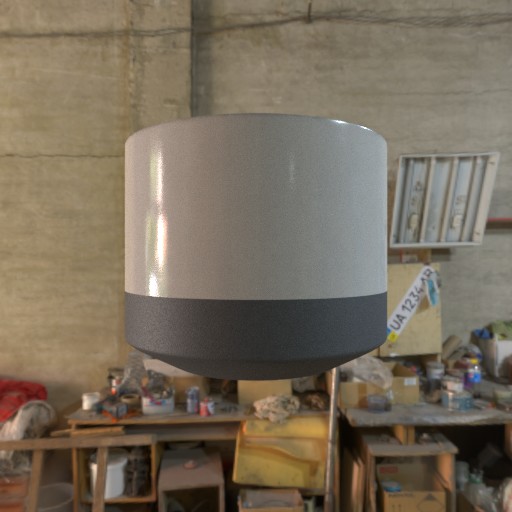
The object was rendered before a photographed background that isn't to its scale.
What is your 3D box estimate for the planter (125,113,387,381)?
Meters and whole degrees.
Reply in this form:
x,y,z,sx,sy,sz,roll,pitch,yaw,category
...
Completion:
x,y,z,sx,sy,sz,roll,pitch,yaw,category
0.000,0.000,0.226,0.128,0.105,0.128,0,0,0,planter
